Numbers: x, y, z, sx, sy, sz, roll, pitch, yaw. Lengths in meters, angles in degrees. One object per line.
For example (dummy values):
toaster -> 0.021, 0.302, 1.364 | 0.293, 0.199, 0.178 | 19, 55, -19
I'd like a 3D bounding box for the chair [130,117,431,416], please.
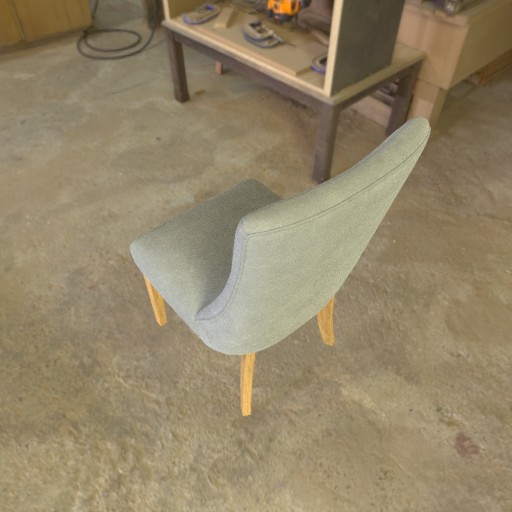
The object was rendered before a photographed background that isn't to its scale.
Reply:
chair -> 0.000, 0.000, 1.223 | 0.495, 0.902, 0.610 | -32, 56, -25
